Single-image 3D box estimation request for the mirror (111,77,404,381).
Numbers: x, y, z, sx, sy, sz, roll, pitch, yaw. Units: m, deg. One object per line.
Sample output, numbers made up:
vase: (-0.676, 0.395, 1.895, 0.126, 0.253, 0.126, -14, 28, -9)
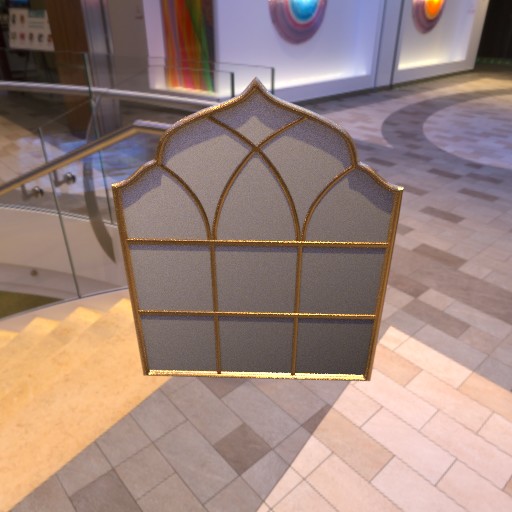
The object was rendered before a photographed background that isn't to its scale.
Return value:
mirror: (0.000, 0.000, 0.841, 0.513, 0.635, 0.018, 1, 30, 2)
